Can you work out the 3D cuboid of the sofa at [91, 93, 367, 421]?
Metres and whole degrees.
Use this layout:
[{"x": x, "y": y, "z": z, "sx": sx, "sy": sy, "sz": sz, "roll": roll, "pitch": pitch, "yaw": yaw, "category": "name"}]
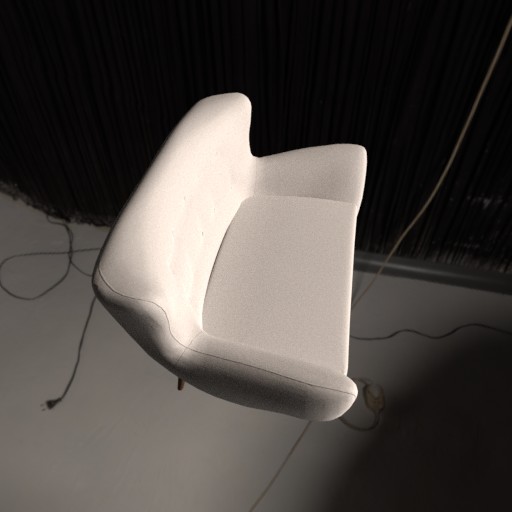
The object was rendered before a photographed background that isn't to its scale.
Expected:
[{"x": 0.000, "y": 0.000, "z": 1.987, "sx": 0.921, "sy": 0.878, "sz": 1.424, "roll": 8, "pitch": 47, "yaw": 8, "category": "sofa"}]
